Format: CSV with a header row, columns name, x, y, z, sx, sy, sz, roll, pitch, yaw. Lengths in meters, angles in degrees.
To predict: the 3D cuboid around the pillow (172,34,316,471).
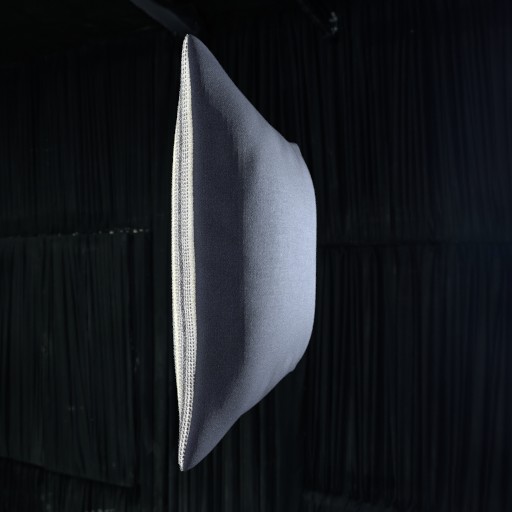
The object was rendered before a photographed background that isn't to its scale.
name,x,y,z,sx,sy,sz,roll,pitch,yaw
pillow,0.000,0.000,0.754,0.166,0.508,0.520,0,-1,19
